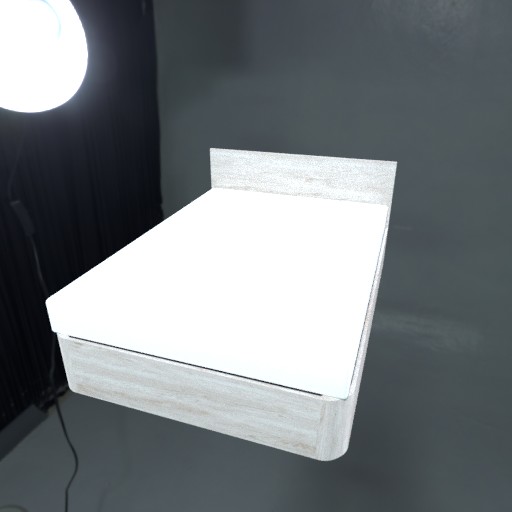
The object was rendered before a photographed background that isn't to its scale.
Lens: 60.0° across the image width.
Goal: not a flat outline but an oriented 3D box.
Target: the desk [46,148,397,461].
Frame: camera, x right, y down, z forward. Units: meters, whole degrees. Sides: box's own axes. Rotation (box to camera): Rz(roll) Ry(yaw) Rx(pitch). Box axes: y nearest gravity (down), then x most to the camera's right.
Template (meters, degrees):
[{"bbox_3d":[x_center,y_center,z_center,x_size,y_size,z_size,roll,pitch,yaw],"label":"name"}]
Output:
[{"bbox_3d":[0.000,0.000,2.615,1.400,0.800,1.900,8,27,17],"label":"desk"}]
